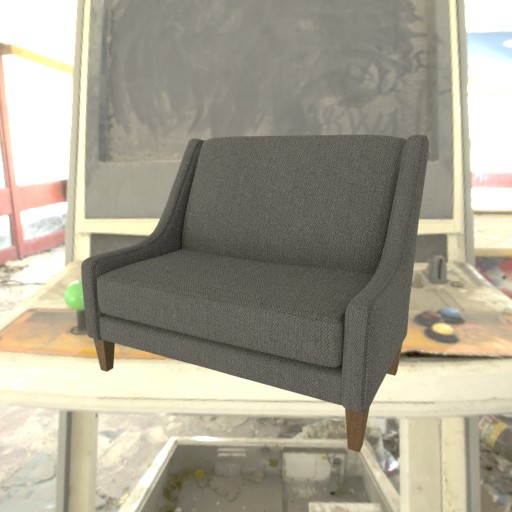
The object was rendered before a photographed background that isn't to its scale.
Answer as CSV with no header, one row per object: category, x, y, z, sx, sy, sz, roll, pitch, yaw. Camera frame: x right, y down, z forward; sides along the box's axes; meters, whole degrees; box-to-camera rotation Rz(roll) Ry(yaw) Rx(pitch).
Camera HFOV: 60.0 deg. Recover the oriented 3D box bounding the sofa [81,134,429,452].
sofa,0.000,0.000,1.912,1.242,1.022,0.873,7,15,27
